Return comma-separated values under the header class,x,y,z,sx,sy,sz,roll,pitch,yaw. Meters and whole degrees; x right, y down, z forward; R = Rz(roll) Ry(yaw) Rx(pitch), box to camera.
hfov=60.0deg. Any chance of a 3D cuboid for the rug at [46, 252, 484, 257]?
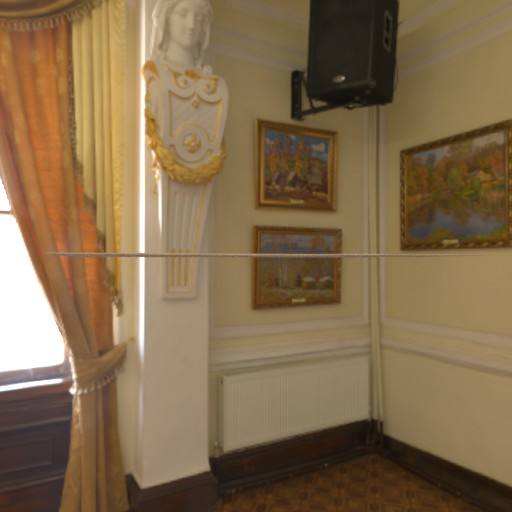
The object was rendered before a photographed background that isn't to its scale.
class,x,y,z,sx,sy,sz,roll,pitch,yaw
rug,0.000,0.000,3.072,2.442,0.016,1.527,0,-1,-17
